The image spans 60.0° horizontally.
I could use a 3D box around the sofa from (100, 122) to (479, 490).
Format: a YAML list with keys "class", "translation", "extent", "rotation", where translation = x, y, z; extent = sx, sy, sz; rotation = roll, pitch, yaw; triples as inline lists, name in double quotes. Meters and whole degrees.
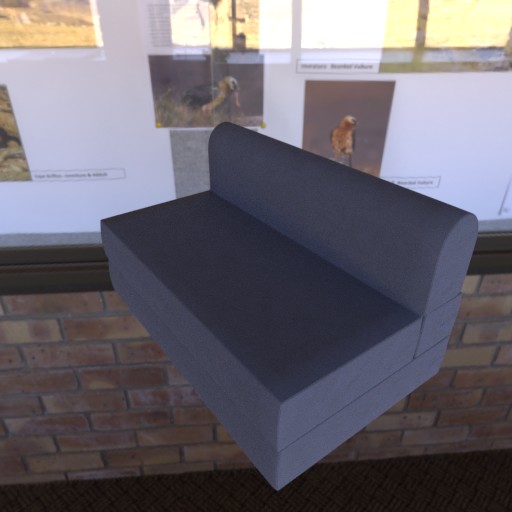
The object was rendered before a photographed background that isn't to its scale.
- class: "sofa"
  translation: [0.000, 0.000, 1.643]
  extent: [0.762, 0.660, 1.219]
  rotation: [-21, 37, -31]
